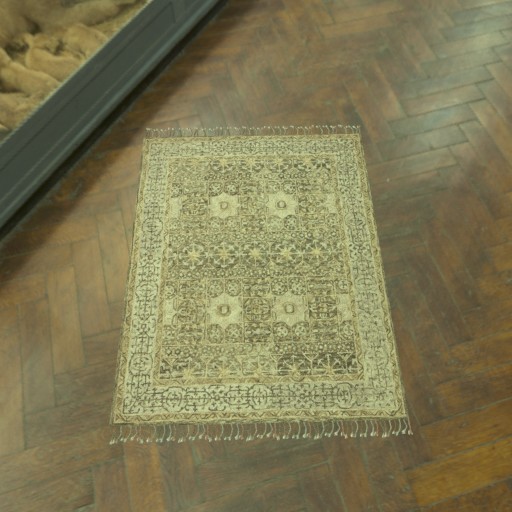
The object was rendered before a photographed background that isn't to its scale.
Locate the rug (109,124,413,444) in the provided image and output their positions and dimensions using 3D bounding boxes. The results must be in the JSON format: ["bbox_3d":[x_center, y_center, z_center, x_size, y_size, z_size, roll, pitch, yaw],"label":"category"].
[{"bbox_3d":[0.000,0.000,4.261,2.431,0.017,3.291,-1,63,-1],"label":"rug"}]
